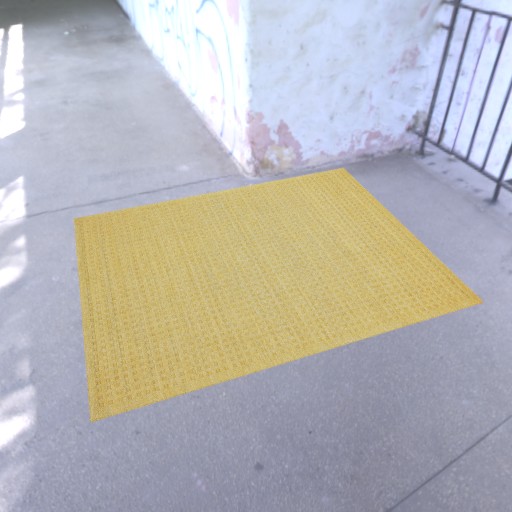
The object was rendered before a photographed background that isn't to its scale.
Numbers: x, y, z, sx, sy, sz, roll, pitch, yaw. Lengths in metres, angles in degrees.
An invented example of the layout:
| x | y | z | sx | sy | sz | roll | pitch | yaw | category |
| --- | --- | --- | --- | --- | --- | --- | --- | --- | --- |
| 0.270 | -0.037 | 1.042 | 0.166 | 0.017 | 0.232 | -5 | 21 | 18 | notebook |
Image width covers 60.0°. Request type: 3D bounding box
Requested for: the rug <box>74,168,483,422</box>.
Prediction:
| x | y | z | sx | sy | sz | roll | pitch | yaw | category |
| --- | --- | --- | --- | --- | --- | --- | --- | --- | --- |
| 0.000 | 0.000 | 4.269 | 3.242 | 0.015 | 2.486 | -13 | 42 | -15 | rug |
